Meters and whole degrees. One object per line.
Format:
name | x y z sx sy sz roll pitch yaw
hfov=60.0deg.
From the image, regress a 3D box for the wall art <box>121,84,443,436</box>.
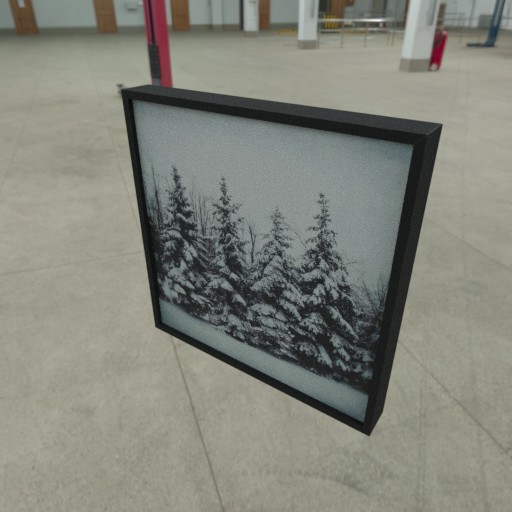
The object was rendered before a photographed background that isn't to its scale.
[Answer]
wall art | 0.000 0.000 0.461 0.305 0.305 0.037 19 35 29
